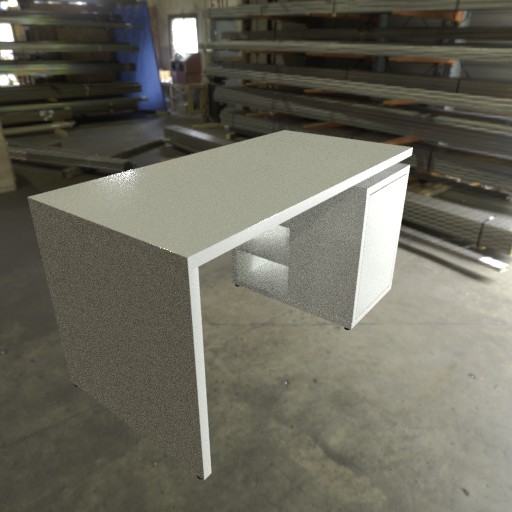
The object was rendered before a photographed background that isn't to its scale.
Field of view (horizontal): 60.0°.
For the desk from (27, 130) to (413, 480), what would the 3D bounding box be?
[{"bbox_3d":[0.000,0.000,1.829,0.690,0.740,1.400,19,32,33],"label":"desk"}]
